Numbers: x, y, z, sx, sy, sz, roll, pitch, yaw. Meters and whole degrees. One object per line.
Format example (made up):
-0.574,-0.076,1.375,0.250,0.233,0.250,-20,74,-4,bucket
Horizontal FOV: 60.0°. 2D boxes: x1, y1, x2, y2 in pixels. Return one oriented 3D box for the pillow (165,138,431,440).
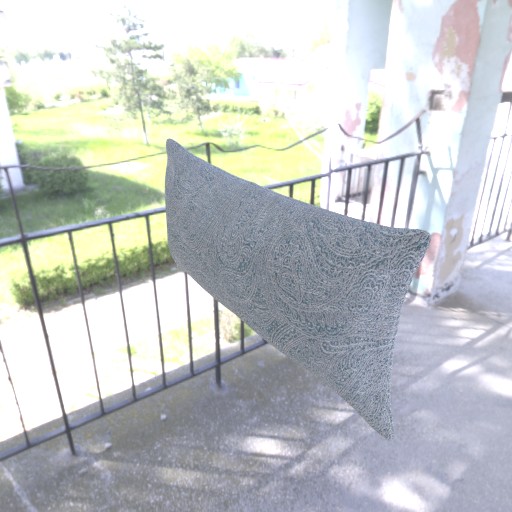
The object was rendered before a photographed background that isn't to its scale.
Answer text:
0.000,0.000,0.742,0.151,0.295,0.615,-17,31,-32,pillow
